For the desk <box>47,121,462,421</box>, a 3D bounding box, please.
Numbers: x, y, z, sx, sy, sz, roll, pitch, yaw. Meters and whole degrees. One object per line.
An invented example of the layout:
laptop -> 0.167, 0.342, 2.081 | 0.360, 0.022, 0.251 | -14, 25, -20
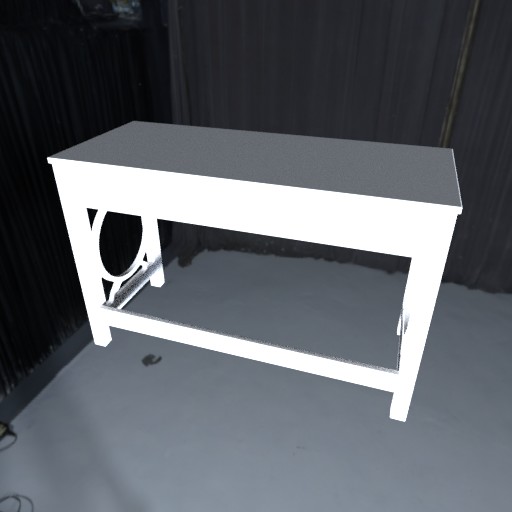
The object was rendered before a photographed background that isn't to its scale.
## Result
desk -> 0.000, 0.000, 1.602 | 1.191, 0.762, 0.504 | 10, 32, 16
